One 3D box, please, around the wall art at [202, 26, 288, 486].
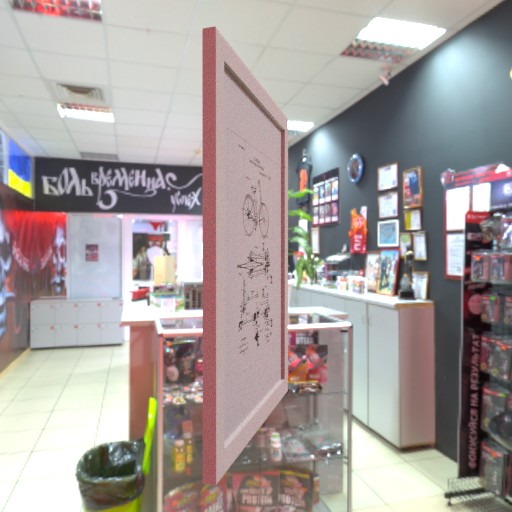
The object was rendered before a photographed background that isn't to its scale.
[{"bbox_3d":[0.000,0.000,0.620,0.015,0.477,0.332,0,0,17],"label":"wall art"}]
